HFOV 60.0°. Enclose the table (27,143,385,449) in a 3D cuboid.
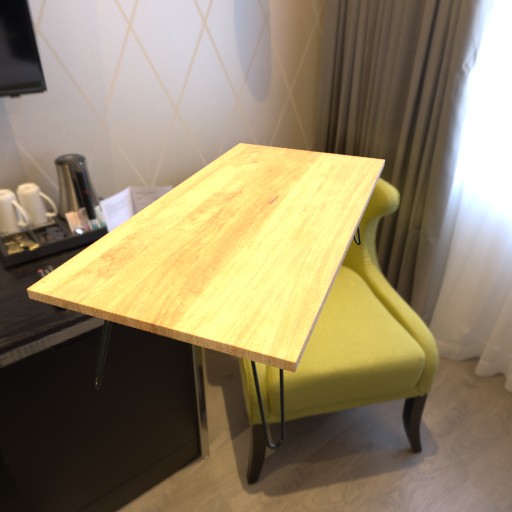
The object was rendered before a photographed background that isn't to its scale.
[{"bbox_3d":[0.000,0.000,1.634,0.699,0.400,1.348,11,32,18],"label":"table"}]
